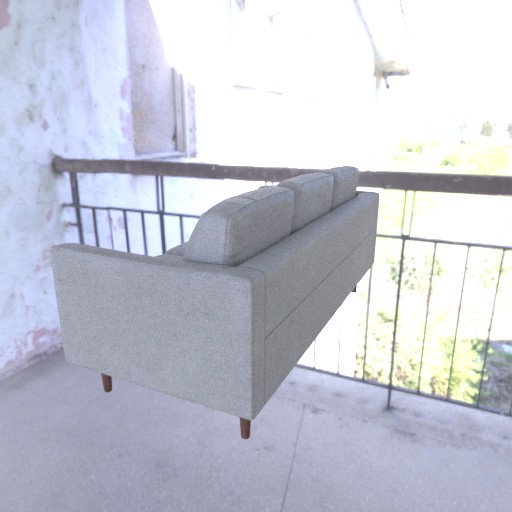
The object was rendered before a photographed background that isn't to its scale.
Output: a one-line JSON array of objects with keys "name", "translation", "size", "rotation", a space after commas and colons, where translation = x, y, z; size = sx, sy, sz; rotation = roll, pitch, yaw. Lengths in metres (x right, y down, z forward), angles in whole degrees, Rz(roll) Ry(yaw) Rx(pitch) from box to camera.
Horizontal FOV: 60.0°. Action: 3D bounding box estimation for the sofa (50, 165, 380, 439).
[{"name": "sofa", "translation": [0.000, 0.000, 2.481], "size": [0.944, 0.918, 1.983], "rotation": [8, 19, 25]}]
